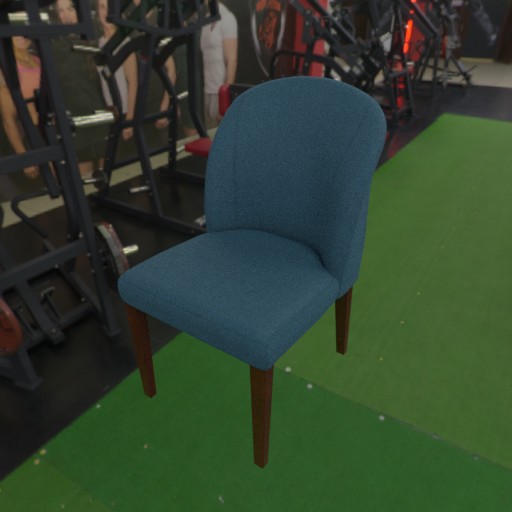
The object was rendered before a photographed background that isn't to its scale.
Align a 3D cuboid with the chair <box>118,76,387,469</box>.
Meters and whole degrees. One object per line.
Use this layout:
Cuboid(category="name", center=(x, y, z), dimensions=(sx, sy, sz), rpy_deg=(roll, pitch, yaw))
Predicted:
Cuboid(category="chair", center=(0.000, 0.000, 1.256), dimensions=(0.507, 0.879, 0.620), rpy_deg=(19, 35, 29))
